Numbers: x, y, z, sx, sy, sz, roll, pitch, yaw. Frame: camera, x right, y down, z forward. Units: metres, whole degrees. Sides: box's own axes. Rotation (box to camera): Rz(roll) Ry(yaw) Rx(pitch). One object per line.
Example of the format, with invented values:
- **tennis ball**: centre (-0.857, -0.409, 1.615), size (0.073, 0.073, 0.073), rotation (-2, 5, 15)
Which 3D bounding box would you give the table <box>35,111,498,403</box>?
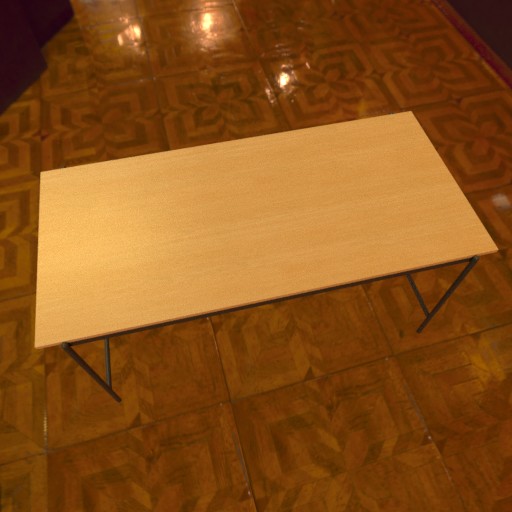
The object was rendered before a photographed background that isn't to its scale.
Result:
- **table**: centre (0.000, 0.000, 2.211), size (1.800, 0.758, 0.900), rotation (-11, 58, -7)
